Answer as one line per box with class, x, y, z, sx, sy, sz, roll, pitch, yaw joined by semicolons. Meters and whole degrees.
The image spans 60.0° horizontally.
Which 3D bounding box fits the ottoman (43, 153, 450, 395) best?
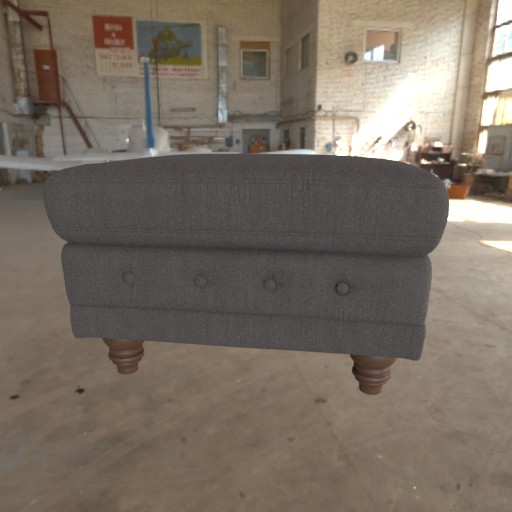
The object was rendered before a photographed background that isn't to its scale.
ottoman;0.000;0.000;1.119;0.771;0.500;0.569;2;14;9
